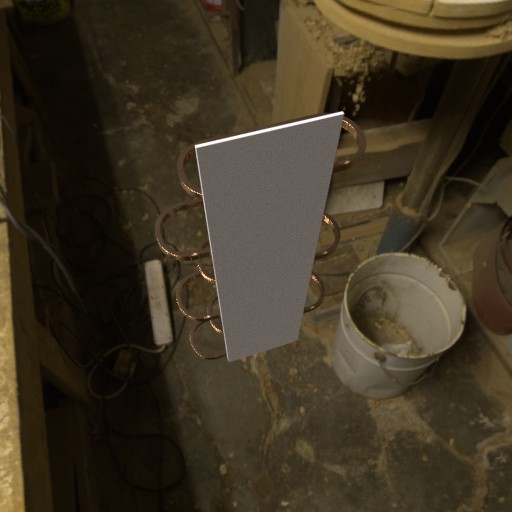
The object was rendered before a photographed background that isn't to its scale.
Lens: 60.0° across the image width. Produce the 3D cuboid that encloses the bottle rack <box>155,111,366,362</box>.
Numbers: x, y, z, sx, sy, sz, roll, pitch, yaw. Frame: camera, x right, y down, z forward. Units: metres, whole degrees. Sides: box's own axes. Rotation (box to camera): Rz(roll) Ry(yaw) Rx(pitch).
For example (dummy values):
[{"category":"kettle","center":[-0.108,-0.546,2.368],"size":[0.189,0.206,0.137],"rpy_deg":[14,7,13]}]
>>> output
[{"category":"bottle rack","center":[0.000,0.000,0.840],"size":[0.332,0.709,0.118],"rpy_deg":[-16,59,-10]}]
